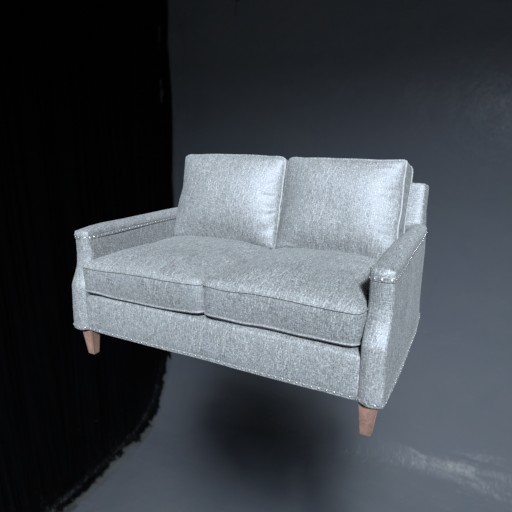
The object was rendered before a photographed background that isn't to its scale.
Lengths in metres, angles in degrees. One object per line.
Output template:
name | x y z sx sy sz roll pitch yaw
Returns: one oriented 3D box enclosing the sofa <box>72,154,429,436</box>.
sofa | 0.000 0.000 2.300 1.597 1.003 1.084 8 16 27
